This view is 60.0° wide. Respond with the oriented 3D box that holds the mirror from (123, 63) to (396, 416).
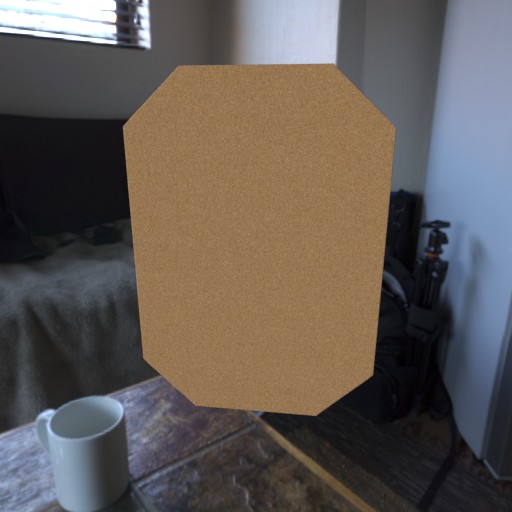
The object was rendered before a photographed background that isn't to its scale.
[{"bbox_3d":[0.000,0.000,1.281,0.709,1.015,0.061,2,18,7],"label":"mirror"}]
